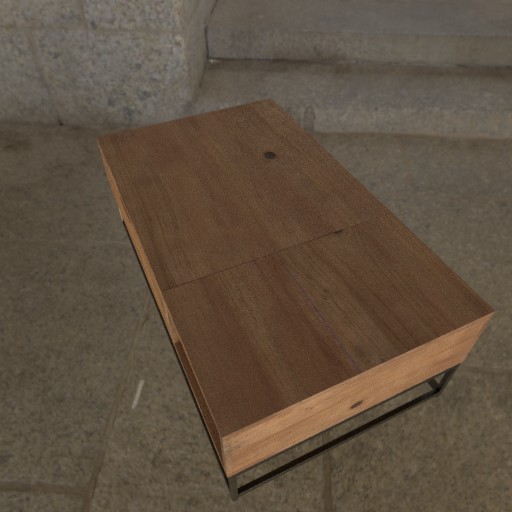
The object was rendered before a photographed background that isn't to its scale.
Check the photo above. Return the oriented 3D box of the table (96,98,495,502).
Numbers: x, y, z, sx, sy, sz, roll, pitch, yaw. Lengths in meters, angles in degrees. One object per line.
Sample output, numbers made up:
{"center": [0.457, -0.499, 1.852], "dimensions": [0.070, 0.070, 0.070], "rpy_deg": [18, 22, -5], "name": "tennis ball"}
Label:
{"center": [0.000, 0.000, 1.366], "dimensions": [0.655, 0.395, 1.101], "rpy_deg": [-19, 49, -17], "name": "table"}
